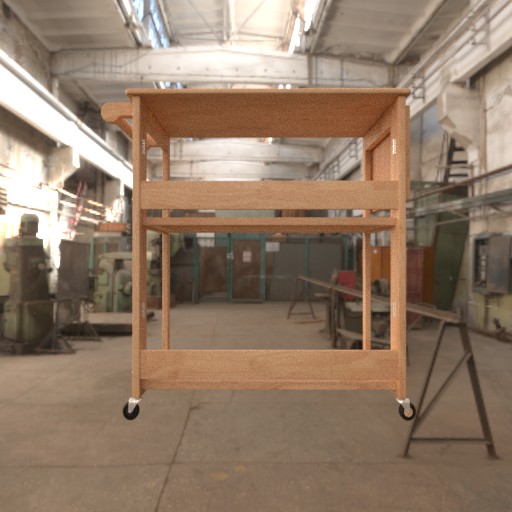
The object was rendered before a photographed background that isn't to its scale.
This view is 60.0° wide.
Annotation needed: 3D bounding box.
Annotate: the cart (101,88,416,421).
[{"bbox_3d":[0.000,0.000,1.375,0.853,0.879,0.432,0,0,0],"label":"cart"}]
